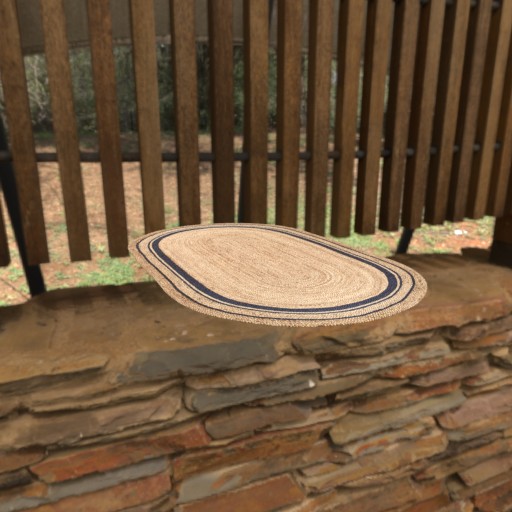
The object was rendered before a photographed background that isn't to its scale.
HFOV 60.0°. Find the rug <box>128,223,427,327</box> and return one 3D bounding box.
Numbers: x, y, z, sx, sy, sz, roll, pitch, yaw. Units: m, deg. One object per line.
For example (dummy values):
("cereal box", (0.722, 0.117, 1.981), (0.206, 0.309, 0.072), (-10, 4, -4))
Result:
("rug", (0.000, 0.000, 3.048), (1.520, 0.006, 2.432), (-8, 17, -26))
